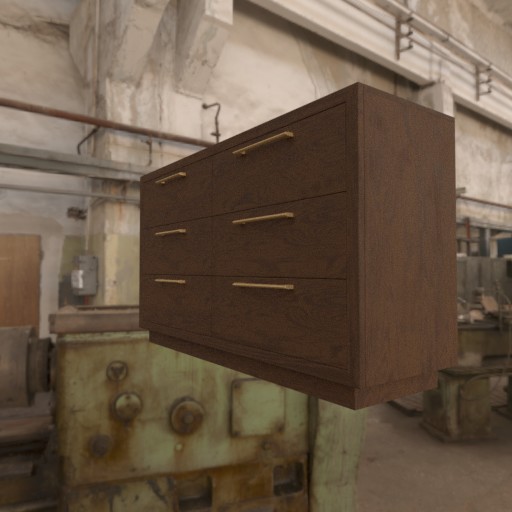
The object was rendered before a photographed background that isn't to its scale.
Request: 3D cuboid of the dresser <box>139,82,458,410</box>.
[{"bbox_3d":[0.000,0.000,1.912,0.512,0.889,1.523,1,-2,-36],"label":"dresser"}]
